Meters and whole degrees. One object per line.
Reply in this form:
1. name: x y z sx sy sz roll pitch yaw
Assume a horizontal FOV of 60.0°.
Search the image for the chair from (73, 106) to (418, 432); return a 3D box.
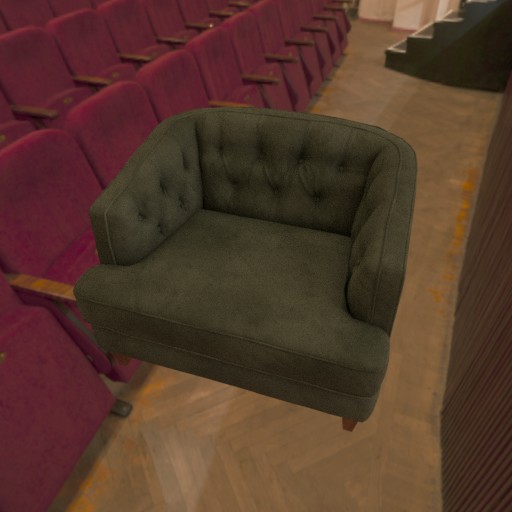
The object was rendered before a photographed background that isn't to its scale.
1. chair: 0.000 0.000 1.763 1.104 0.852 0.941 12 40 14
